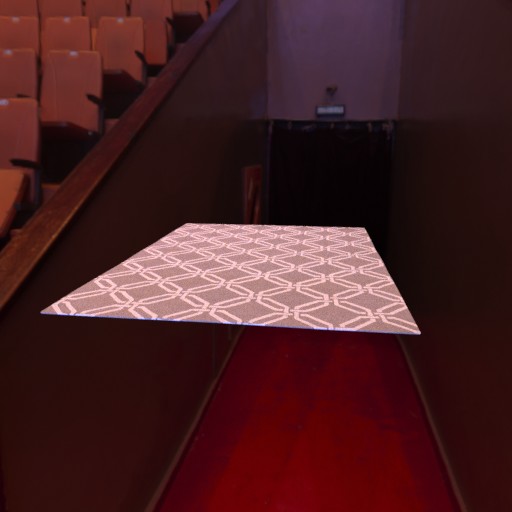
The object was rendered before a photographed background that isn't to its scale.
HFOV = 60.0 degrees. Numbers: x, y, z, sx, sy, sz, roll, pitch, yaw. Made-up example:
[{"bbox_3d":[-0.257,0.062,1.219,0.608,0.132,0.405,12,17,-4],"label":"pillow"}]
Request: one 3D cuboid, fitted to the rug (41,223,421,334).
[{"bbox_3d":[0.000,0.000,4.413,2.441,0.020,3.419,2,14,8],"label":"rug"}]
